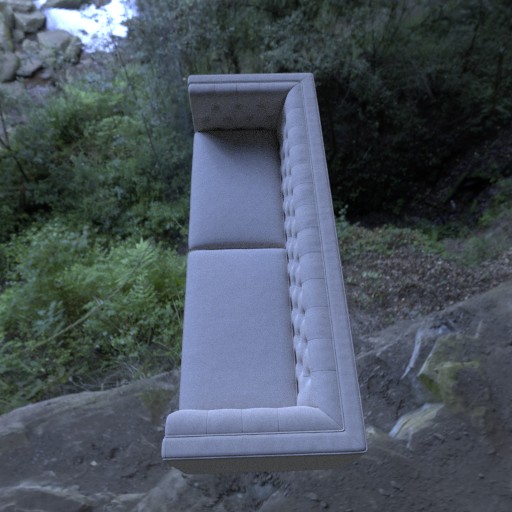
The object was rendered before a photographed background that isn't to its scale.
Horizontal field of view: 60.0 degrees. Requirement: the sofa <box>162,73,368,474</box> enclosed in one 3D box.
[{"bbox_3d":[0.000,0.000,2.500,0.775,0.762,2.159,-2,60,-1],"label":"sofa"}]
